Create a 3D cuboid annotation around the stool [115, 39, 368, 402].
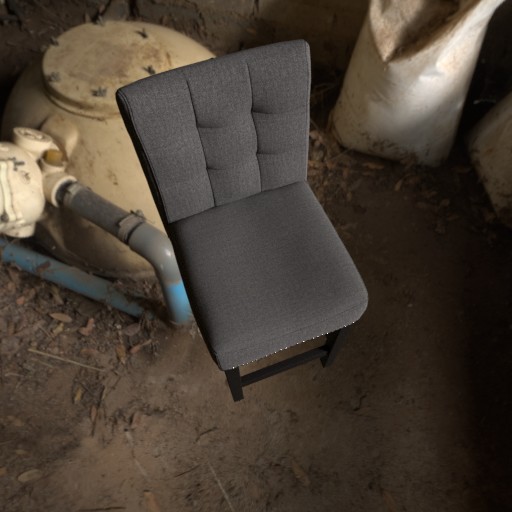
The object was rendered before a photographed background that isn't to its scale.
[{"bbox_3d":[0.000,0.000,1.211,0.427,0.885,0.571,-19,66,-9],"label":"stool"}]
